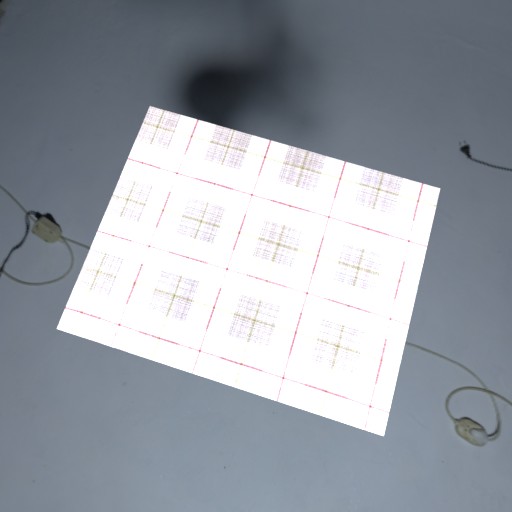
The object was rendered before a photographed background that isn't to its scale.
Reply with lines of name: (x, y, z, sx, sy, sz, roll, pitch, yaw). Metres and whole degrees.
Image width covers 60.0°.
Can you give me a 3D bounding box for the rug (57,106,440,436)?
rug: (0.000, 0.000, 4.075, 2.959, 0.016, 2.317, 17, 77, 4)
